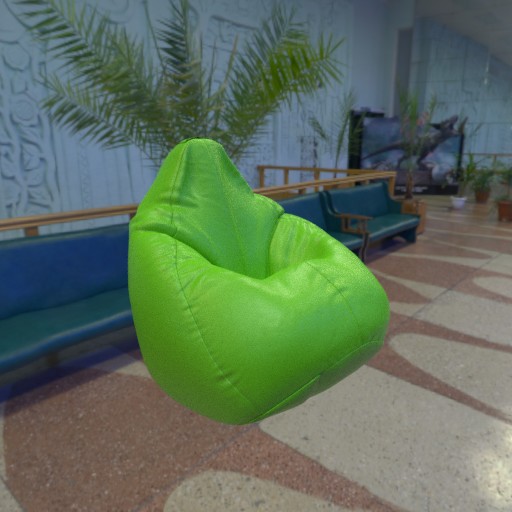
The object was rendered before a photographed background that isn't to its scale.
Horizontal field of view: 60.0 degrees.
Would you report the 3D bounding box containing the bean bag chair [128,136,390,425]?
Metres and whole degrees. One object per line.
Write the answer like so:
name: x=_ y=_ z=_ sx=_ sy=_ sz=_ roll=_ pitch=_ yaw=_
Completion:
bean bag chair: x=0.000 y=0.000 z=1.899 sx=1.070 sy=0.990 sz=1.070 roll=14 pitch=20 yaw=43
